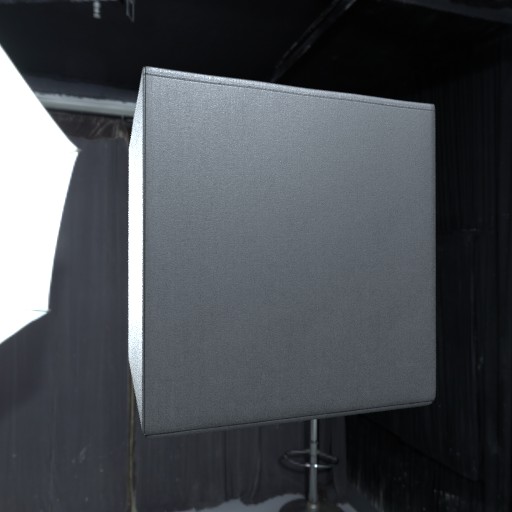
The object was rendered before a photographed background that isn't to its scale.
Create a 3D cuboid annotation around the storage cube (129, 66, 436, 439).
[{"bbox_3d":[0.000,0.000,0.495,0.270,0.280,0.270,0,0,-18],"label":"storage cube"}]
